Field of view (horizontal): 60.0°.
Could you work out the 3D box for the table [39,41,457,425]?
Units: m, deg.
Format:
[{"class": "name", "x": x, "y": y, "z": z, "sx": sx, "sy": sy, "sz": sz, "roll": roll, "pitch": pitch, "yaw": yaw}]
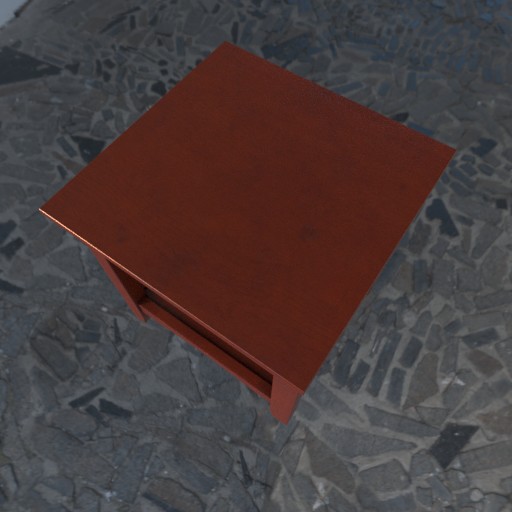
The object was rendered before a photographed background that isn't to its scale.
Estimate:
[{"class": "table", "x": 0.000, "y": 0.000, "z": 0.985, "sx": 0.523, "sy": 0.558, "sz": 0.522, "roll": 34, "pitch": 67, "yaw": 16}]
